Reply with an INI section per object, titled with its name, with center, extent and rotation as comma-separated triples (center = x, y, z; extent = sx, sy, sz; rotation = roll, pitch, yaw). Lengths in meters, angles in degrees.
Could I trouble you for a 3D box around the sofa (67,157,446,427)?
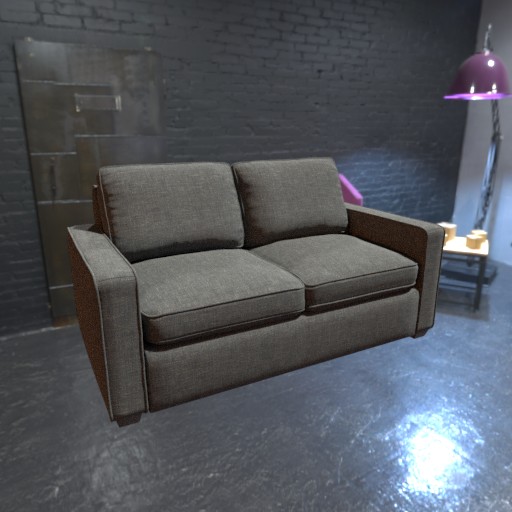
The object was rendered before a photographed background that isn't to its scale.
[sofa]
center = 0.000, 0.000, 2.266
extent = 1.709, 0.918, 0.947
rotation = -9, 19, -27
